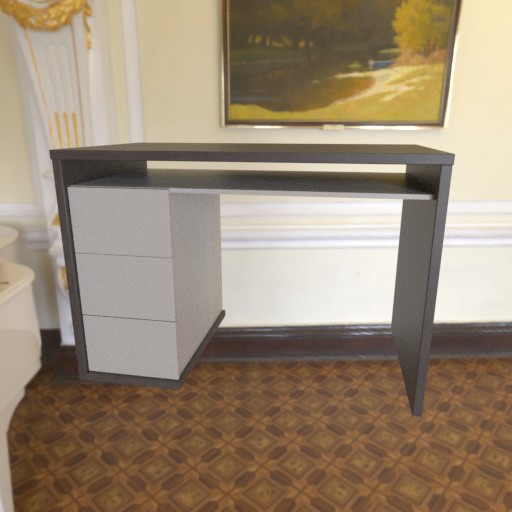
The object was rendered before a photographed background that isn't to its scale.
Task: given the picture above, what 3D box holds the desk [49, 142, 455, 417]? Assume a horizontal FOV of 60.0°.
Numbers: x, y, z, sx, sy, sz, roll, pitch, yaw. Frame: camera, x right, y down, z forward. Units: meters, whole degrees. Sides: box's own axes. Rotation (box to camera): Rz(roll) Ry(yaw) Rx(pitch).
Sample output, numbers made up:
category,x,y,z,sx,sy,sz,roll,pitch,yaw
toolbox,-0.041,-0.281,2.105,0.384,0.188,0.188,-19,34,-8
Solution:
category,x,y,z,sx,sy,sz,roll,pitch,yaw
desk,0.000,0.000,1.566,1.100,0.750,0.600,3,17,10
